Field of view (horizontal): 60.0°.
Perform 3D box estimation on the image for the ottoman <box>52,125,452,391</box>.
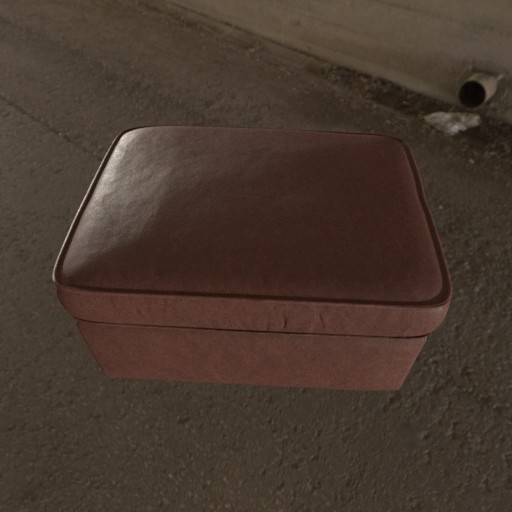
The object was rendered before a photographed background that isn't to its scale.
[{"bbox_3d":[0.000,0.000,1.092,0.749,0.449,0.548,2,48,2],"label":"ottoman"}]
